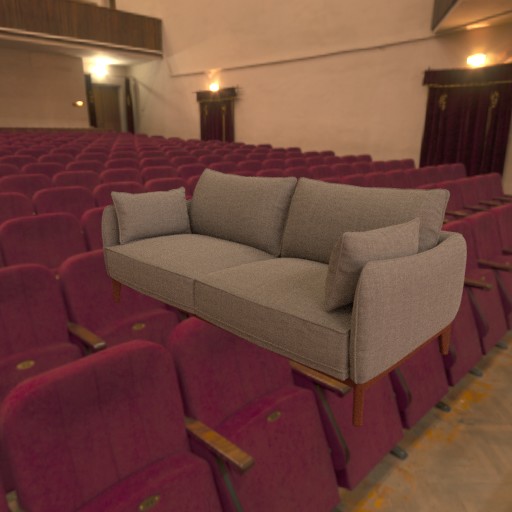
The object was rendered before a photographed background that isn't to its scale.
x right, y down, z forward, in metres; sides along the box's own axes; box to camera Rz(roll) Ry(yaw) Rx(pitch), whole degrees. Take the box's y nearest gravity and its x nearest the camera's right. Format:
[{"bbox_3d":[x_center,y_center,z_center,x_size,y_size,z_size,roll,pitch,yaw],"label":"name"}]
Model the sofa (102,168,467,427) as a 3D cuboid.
[{"bbox_3d":[0.000,0.000,2.503,1.989,0.851,0.972,14,21,43],"label":"sofa"}]
